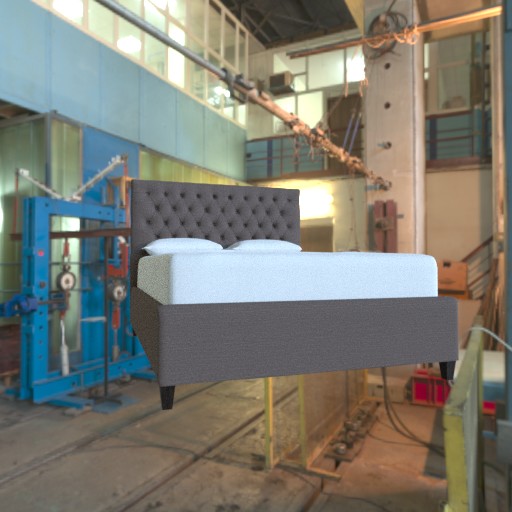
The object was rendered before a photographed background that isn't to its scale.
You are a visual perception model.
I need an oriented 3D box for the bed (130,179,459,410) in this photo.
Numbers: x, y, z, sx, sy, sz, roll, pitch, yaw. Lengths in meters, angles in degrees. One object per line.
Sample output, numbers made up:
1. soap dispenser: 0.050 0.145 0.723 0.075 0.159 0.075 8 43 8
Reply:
1. bed: 0.000 0.000 3.287 1.696 1.426 2.233 0 -1 -19
